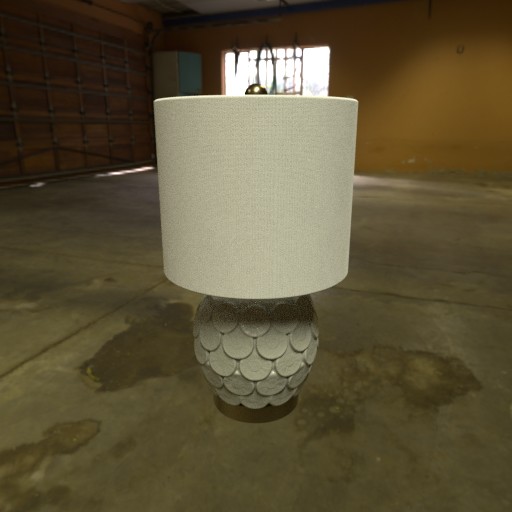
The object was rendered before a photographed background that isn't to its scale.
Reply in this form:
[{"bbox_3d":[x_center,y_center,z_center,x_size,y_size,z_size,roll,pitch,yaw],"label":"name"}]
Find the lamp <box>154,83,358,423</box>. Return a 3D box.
[{"bbox_3d":[0.000,0.000,0.621,0.254,0.452,0.254,0,16,0],"label":"lamp"}]
